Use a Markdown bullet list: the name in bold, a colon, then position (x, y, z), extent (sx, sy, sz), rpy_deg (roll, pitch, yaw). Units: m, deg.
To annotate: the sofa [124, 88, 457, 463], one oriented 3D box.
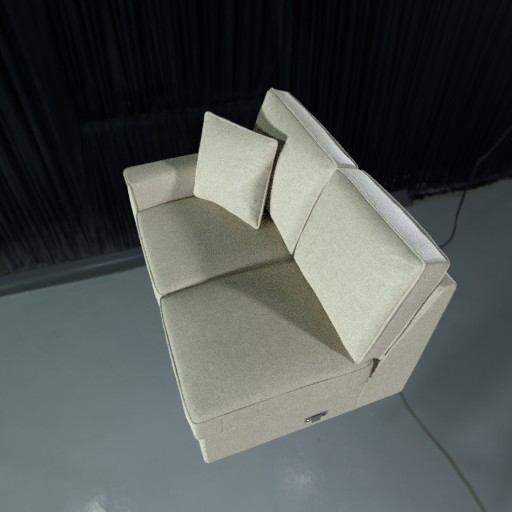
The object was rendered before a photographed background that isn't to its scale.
- **sofa**: position (0.000, 0.000, 2.067), extent (0.991, 0.989, 1.388), rpy_deg (-15, 48, -14)
